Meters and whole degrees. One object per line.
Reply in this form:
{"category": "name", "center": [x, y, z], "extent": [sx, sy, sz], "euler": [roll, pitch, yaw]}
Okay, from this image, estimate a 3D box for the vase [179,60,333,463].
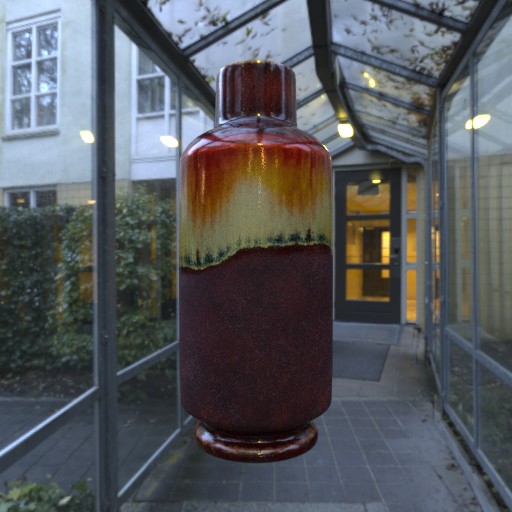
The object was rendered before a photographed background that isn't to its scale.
{"category": "vase", "center": [0.000, 0.000, 0.323], "extent": [0.111, 0.261, 0.111], "euler": [0, 0, 0]}
